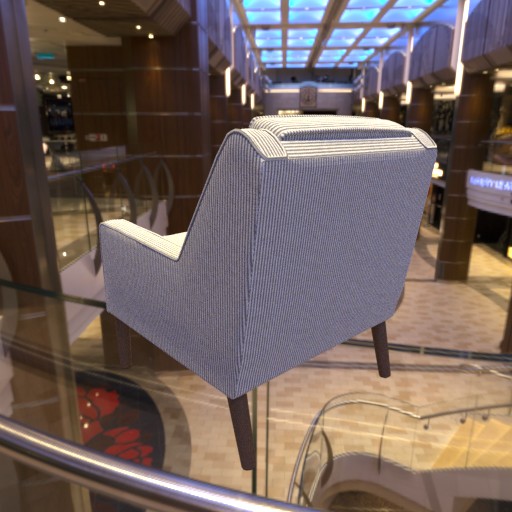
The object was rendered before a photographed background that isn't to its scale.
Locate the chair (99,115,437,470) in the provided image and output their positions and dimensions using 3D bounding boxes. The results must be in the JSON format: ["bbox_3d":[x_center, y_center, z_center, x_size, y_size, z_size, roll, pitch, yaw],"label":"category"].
[{"bbox_3d":[0.000,0.000,1.322,0.663,0.792,0.743,-14,22,-40],"label":"chair"}]
